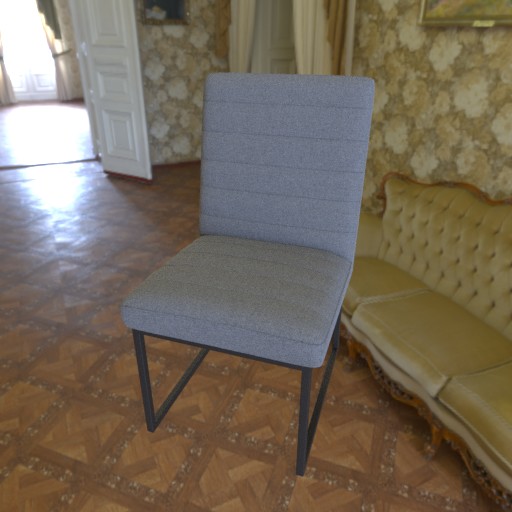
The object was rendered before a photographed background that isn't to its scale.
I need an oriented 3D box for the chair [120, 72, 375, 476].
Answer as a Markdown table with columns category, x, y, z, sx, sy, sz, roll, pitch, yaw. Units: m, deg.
| category | x | y | z | sx | sy | sz | roll | pitch | yaw |
| --- | --- | --- | --- | --- | --- | --- | --- | --- | --- |
| chair | 0.000 | 0.000 | 1.266 | 0.520 | 0.930 | 0.634 | 9 | 28 | 17 |
